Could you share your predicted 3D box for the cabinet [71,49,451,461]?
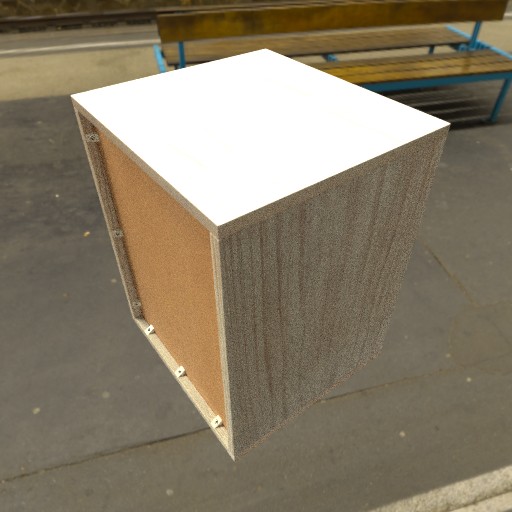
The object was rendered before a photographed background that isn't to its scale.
[{"bbox_3d":[0.000,0.000,0.836,0.401,0.579,0.409,-27,48,-27],"label":"cabinet"}]
